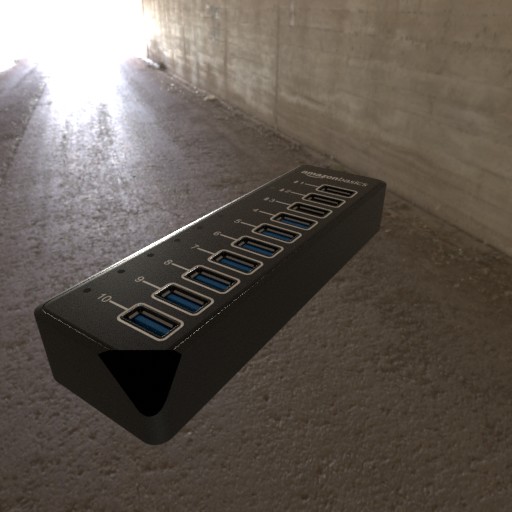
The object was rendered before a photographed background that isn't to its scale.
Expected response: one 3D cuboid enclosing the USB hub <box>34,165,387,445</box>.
[{"bbox_3d":[0.000,0.000,0.160,0.044,0.023,0.145,19,35,29],"label":"USB hub"}]
